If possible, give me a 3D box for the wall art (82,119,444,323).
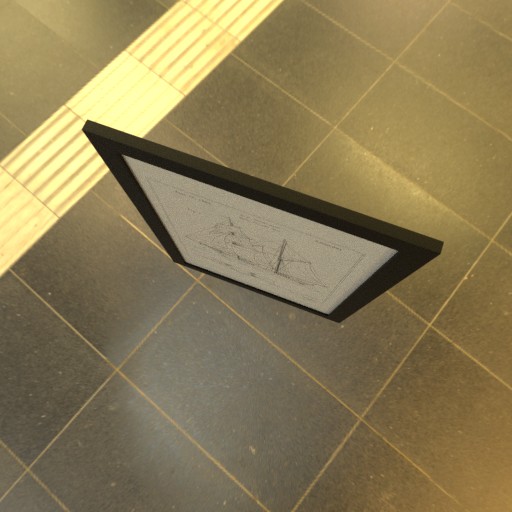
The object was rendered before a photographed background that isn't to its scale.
[{"bbox_3d":[0.000,0.000,0.599,0.326,0.459,0.011,20,75,5],"label":"wall art"}]
